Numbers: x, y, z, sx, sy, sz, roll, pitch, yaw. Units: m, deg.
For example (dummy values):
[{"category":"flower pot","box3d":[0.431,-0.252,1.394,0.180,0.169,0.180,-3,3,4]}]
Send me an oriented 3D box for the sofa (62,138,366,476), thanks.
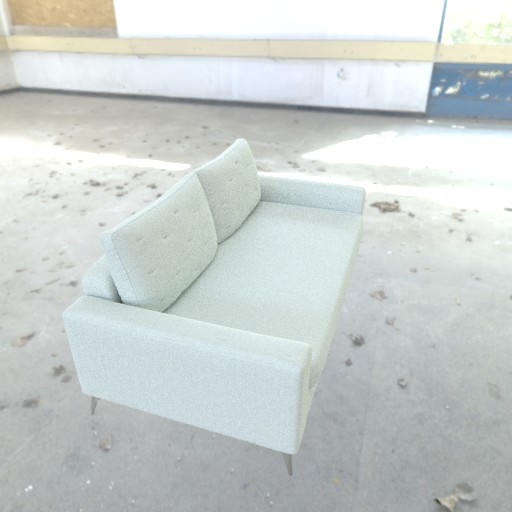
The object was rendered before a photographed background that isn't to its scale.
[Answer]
[{"category":"sofa","box3d":[0.000,0.000,2.176,0.920,0.790,1.650,10,31,16]}]
